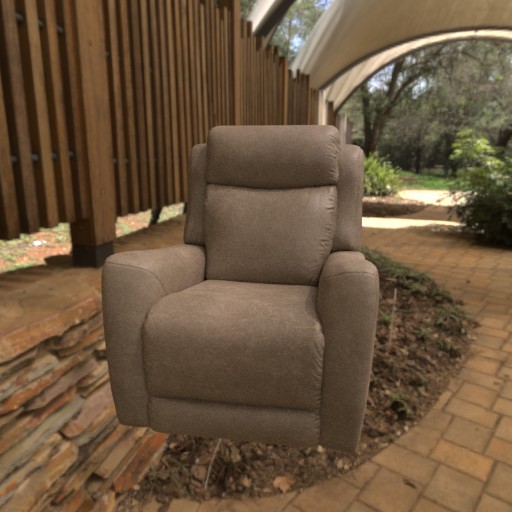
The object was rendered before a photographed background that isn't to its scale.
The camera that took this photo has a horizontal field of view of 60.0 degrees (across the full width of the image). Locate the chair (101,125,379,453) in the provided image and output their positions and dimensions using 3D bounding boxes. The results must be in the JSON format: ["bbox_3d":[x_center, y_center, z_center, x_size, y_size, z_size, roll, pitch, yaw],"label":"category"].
[{"bbox_3d":[0.000,0.000,1.912,0.967,1.116,1.068,3,14,11],"label":"chair"}]
